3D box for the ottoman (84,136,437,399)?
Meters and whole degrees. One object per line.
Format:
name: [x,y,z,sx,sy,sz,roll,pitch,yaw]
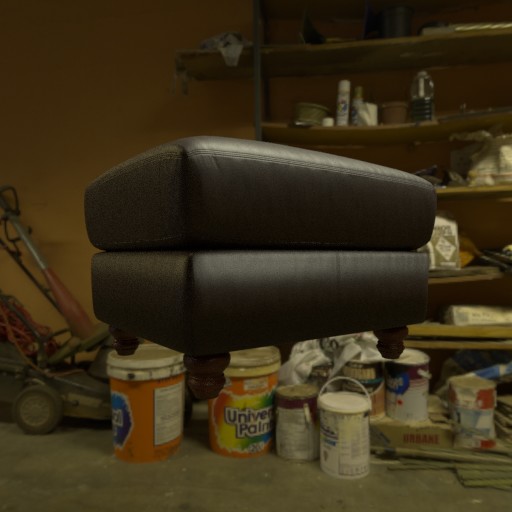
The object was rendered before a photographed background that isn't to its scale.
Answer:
ottoman: [0.000,0.000,1.264,0.806,0.569,0.670,0,0,-36]
